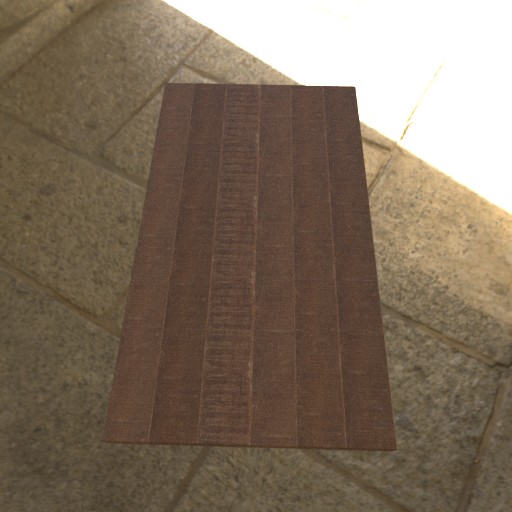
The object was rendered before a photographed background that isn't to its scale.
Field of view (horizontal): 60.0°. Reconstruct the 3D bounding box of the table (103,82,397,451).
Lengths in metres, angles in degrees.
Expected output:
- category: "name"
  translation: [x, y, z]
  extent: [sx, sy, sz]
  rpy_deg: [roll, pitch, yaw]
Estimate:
- category: "table"
  translation: [0.000, 0.000, 1.723]
  extent: [0.800, 0.440, 1.400]
  rpy_deg: [1, 62, 1]
